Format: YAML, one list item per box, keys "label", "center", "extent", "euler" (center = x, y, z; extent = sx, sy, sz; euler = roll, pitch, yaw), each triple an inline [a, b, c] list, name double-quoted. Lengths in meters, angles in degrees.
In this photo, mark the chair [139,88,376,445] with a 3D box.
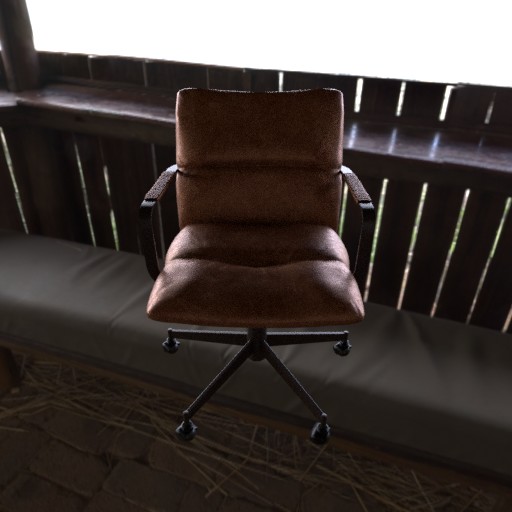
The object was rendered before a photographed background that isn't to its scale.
- label: "chair"
  center: [0.000, 0.000, 1.445]
  extent: [0.727, 0.922, 0.754]
  euler: [1, 30, 1]
